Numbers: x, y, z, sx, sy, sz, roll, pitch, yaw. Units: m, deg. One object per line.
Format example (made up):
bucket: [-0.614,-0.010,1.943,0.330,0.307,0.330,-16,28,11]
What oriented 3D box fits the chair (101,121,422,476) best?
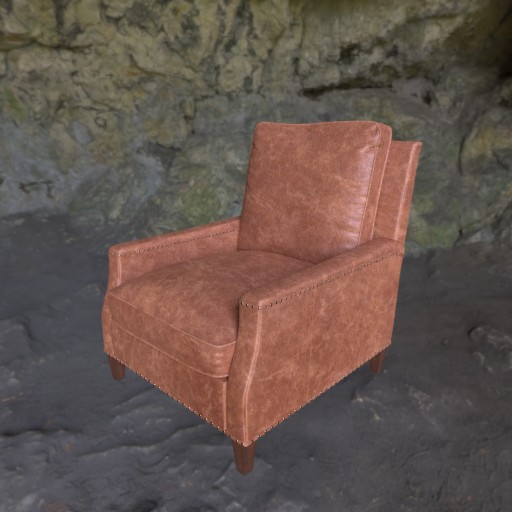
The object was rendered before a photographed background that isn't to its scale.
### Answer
chair: [0.000,0.000,1.803,0.854,1.054,1.035,15,22,42]
